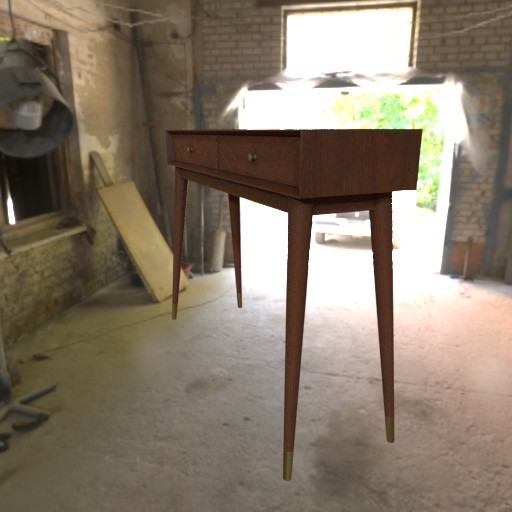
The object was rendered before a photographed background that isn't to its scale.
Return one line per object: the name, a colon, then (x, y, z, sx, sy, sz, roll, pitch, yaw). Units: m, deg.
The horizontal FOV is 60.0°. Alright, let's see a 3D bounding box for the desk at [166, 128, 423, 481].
desk: (0.000, 0.000, 1.672, 0.384, 0.917, 1.204, -7, 17, -24)
